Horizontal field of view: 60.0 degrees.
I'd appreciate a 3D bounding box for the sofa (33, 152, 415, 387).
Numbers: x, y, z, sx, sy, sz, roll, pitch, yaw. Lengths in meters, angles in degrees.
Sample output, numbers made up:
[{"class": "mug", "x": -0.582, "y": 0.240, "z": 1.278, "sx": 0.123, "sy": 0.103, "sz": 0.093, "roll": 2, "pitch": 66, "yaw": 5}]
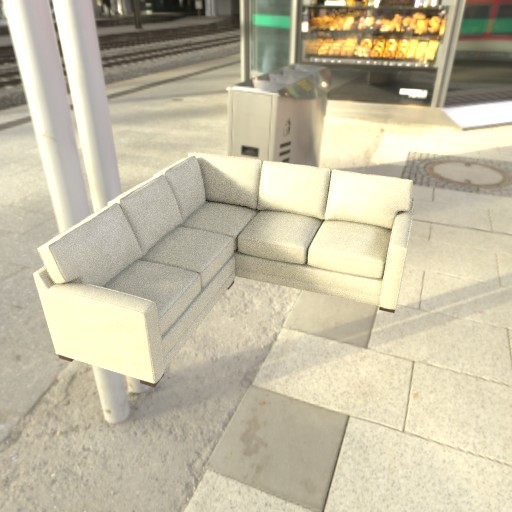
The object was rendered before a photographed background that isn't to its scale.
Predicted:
[{"class": "sofa", "x": 0.000, "y": 0.000, "z": 3.447, "sx": 2.211, "sy": 0.936, "sz": 2.188, "roll": 10, "pitch": 31, "yaw": 17}]
